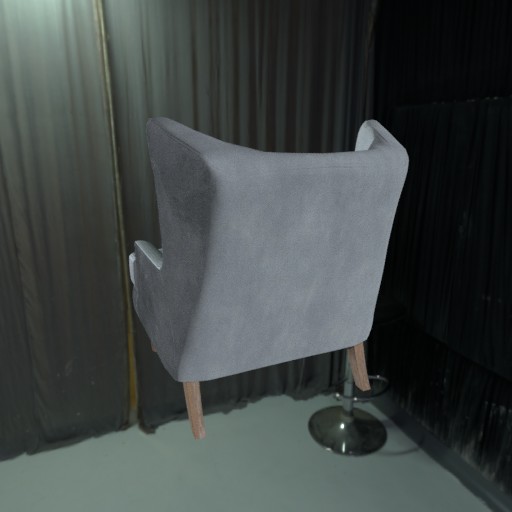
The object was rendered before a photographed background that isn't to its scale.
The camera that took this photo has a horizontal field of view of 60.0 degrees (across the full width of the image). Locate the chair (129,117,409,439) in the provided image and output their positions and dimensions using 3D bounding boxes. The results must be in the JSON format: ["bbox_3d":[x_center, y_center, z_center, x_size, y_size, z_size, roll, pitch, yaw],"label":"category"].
[{"bbox_3d":[0.000,0.000,1.615,0.784,0.950,0.906,-7,17,-24],"label":"chair"}]
